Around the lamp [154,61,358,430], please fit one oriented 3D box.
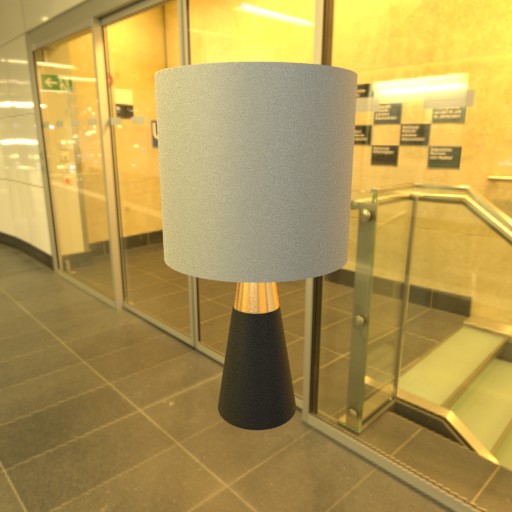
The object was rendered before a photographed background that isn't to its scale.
[{"bbox_3d":[0.000,0.000,0.758,0.308,0.580,0.308,8,17,26],"label":"lamp"}]
